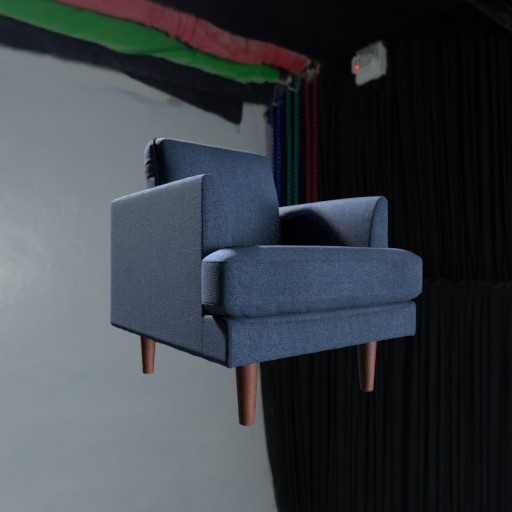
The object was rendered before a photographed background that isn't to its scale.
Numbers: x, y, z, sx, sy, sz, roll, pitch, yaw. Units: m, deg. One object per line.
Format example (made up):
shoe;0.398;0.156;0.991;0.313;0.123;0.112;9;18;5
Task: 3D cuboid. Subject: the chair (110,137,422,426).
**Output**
chair;0.000;0.000;1.679;0.858;0.957;0.899;0;0;-37
